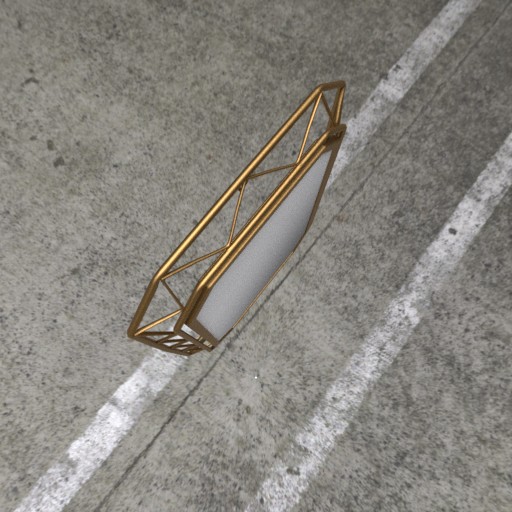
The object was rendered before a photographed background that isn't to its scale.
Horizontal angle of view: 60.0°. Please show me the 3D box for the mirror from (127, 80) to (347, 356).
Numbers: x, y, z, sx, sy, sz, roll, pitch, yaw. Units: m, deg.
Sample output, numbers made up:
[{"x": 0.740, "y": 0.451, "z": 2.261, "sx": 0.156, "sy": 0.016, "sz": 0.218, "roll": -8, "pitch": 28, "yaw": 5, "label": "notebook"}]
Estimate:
[{"x": 0.000, "y": 0.000, "z": 0.729, "sx": 0.042, "sy": 0.566, "sz": 0.417, "roll": 37, "pitch": 78, "yaw": 9, "label": "mirror"}]
